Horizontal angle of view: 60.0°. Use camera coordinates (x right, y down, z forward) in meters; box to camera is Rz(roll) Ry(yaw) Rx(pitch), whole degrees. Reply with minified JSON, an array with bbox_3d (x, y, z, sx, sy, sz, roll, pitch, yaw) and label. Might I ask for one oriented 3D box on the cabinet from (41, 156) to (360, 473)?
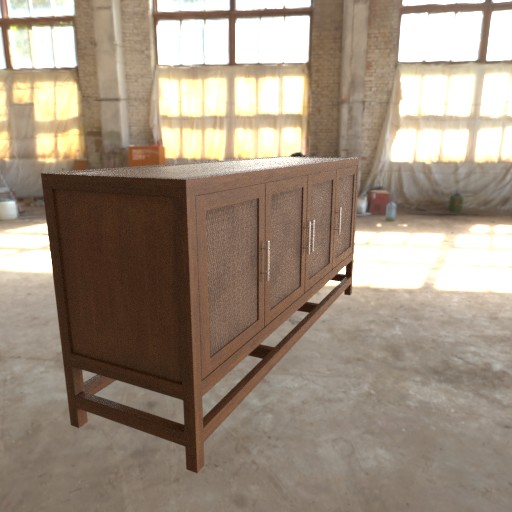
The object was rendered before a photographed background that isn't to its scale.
[{"bbox_3d":[0.000,0.000,1.991,0.522,0.820,1.708,7,16,25],"label":"cabinet"}]
